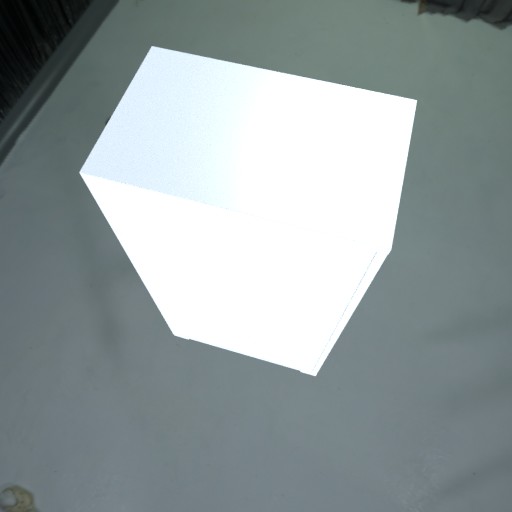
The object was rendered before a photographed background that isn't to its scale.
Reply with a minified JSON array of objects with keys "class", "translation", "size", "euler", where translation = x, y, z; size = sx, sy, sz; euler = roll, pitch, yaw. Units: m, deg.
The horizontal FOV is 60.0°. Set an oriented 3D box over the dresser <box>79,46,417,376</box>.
[{"class":"dresser","translation":[0.000,0.000,1.499],"size":[0.650,1.190,0.400],"euler":[15,64,7]}]
